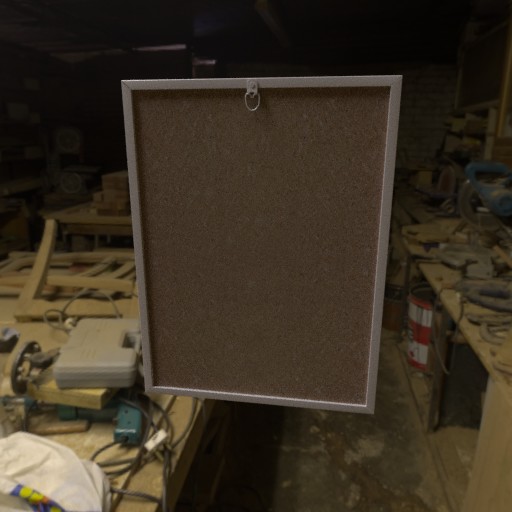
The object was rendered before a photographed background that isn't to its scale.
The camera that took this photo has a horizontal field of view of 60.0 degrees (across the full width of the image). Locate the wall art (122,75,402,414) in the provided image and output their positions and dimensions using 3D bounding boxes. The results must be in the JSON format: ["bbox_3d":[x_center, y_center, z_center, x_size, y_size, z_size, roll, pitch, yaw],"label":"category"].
[{"bbox_3d":[0.000,0.000,1.415,0.805,1.056,0.042,3,16,9],"label":"wall art"}]
